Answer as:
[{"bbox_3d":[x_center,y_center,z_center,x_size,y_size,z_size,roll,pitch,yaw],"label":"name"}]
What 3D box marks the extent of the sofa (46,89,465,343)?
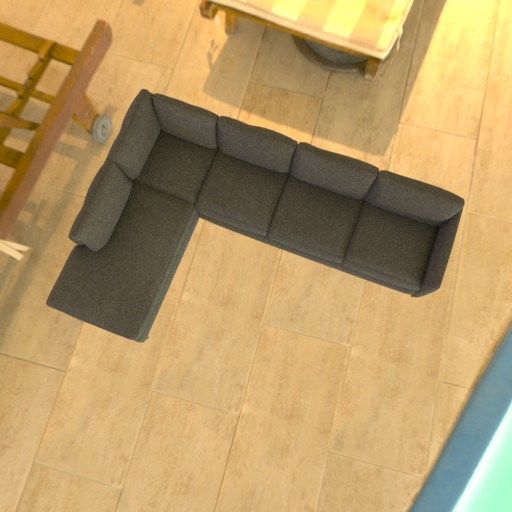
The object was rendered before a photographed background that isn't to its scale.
[{"bbox_3d":[0.000,0.000,3.696,2.949,0.815,2.007,20,77,5],"label":"sofa"}]
